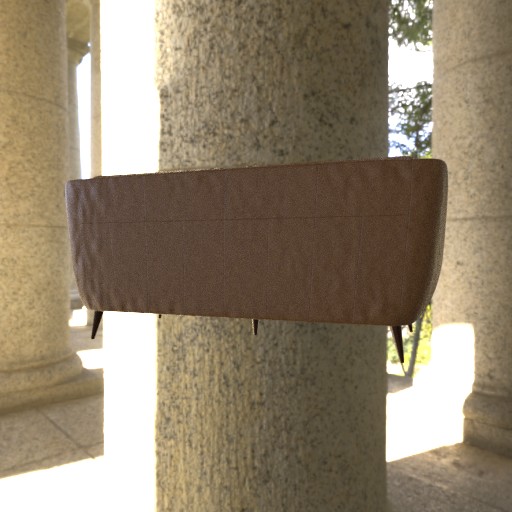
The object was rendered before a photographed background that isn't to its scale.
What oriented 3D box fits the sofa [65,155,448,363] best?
[{"bbox_3d":[0.000,0.000,2.358,1.902,0.839,0.904,0,1,19],"label":"sofa"}]
